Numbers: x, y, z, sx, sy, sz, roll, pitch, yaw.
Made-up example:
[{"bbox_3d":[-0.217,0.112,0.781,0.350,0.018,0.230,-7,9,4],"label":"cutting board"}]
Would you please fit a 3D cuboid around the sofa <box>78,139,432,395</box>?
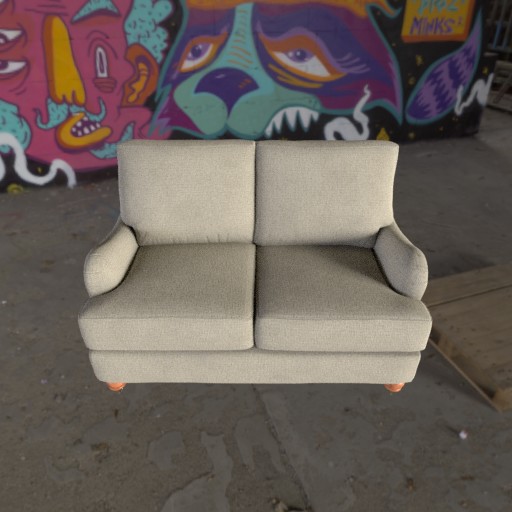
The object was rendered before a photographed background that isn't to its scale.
[{"bbox_3d":[0.000,0.000,2.216,1.480,0.999,1.087,0,31,0],"label":"sofa"}]
